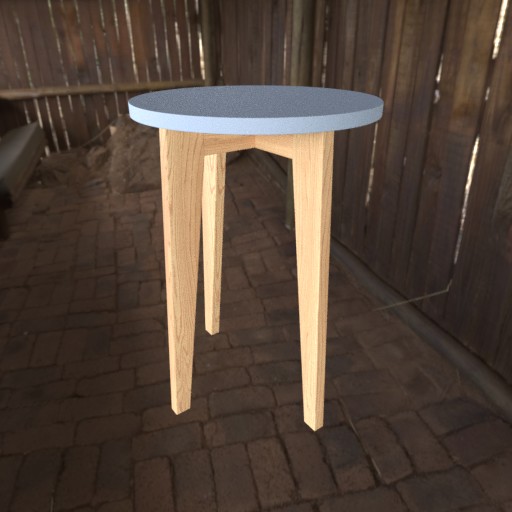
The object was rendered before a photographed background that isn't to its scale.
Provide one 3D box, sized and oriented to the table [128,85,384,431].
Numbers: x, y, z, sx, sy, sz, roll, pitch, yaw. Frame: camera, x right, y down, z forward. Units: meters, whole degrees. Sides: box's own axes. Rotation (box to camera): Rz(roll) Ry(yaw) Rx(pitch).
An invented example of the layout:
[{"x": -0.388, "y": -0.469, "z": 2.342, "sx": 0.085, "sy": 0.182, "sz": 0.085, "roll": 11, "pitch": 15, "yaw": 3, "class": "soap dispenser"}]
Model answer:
[{"x": 0.000, "y": 0.000, "z": 0.738, "sx": 0.350, "sy": 0.500, "sz": 0.350, "roll": 0, "pitch": 26, "yaw": 0, "class": "table"}]
